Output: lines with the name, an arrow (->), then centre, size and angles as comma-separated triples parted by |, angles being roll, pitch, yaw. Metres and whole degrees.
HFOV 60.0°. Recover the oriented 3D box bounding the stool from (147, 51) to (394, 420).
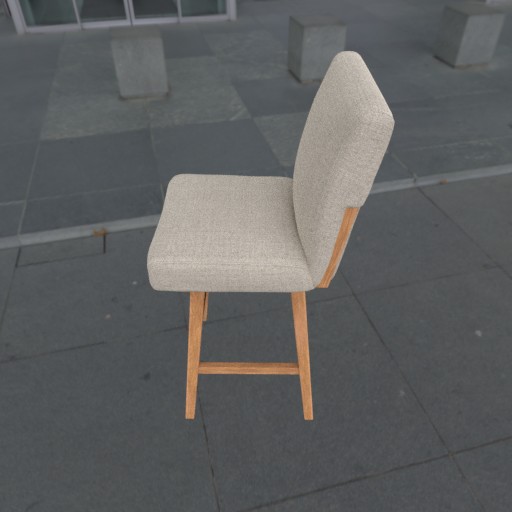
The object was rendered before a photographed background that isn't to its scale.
stool -> 0.000, 0.000, 1.384 | 0.569, 1.106, 0.483 | 0, 41, 0
